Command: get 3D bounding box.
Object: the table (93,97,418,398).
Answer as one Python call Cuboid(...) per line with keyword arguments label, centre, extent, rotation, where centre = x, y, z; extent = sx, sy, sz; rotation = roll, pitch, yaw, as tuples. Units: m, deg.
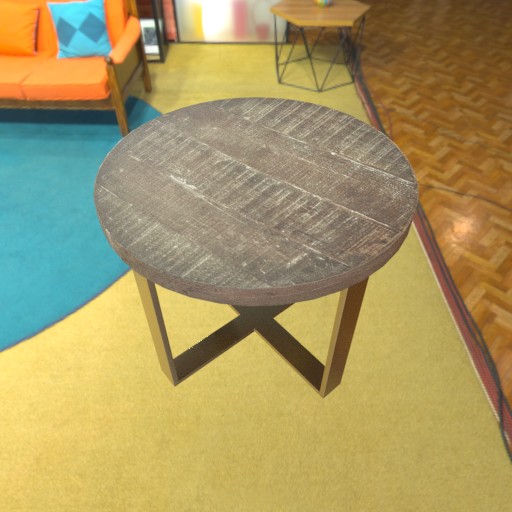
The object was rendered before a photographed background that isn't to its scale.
Cuboid(label="table", centre=(0.000, 0.000, 0.939), extent=(0.557, 0.437, 0.557), rotation=(0, 45, 0))
